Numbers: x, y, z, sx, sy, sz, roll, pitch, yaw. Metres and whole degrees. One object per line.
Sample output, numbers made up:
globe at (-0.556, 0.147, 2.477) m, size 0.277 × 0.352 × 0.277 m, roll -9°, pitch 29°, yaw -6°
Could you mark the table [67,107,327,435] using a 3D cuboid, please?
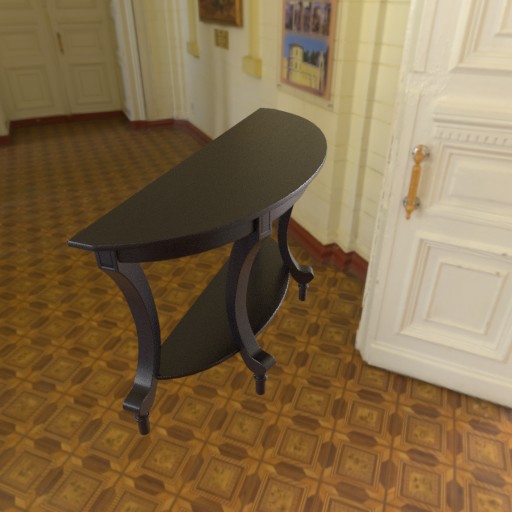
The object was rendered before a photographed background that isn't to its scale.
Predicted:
table at (0.000, 0.000, 1.518) m, size 0.394 × 0.692 × 1.198 m, roll 11°, pitch 34°, yaw 17°
